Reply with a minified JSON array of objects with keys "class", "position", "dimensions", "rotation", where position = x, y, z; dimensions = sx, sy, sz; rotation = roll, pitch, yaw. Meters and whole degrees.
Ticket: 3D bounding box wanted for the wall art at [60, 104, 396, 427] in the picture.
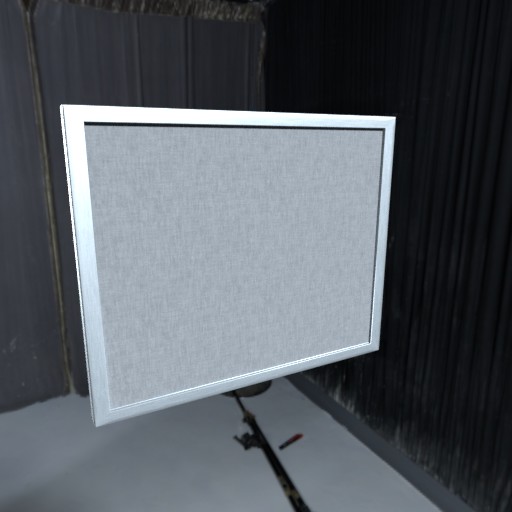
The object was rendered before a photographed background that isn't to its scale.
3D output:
[{"class":"wall art","position":[0.000,0.000,0.740],"dimensions":[0.556,0.457,0.028],"rotation":[-7,16,-27]}]
